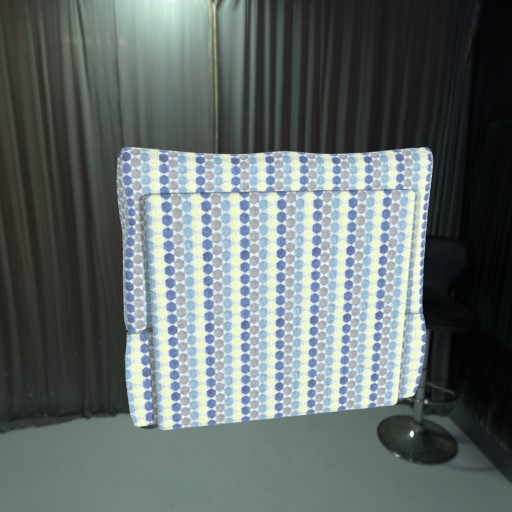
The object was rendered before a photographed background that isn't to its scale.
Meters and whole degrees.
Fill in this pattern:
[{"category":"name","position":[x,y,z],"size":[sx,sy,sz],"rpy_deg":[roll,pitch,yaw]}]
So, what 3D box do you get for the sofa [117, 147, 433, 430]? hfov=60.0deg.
[{"category":"sofa","position":[0.000,0.000,1.747],"size":[0.930,0.830,1.000],"rpy_deg":[-2,14,-10]}]
